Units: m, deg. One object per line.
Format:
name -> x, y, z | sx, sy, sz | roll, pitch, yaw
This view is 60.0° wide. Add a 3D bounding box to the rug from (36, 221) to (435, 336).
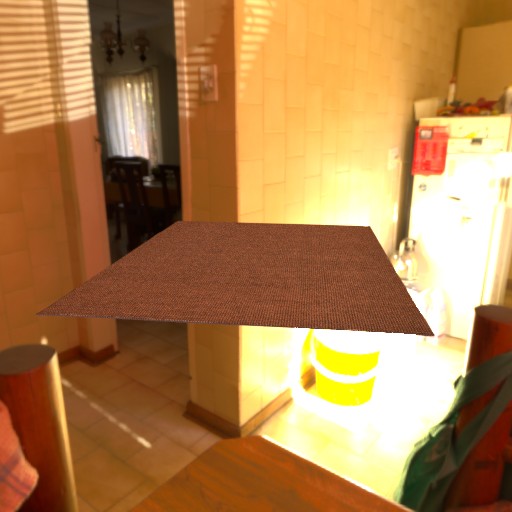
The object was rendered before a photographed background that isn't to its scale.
rug -> 0.000, 0.000, 4.143 | 2.456, 0.021, 3.068 | 2, 16, 7
